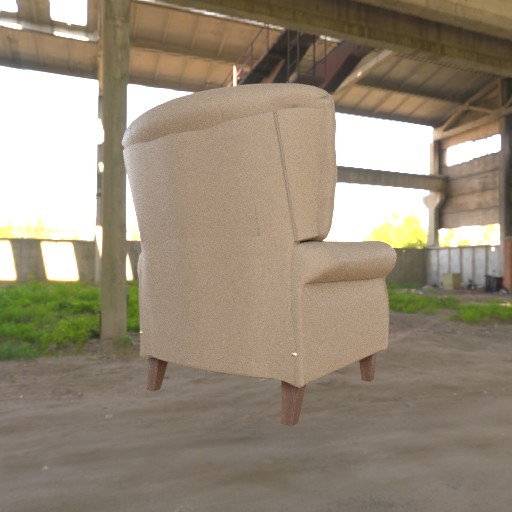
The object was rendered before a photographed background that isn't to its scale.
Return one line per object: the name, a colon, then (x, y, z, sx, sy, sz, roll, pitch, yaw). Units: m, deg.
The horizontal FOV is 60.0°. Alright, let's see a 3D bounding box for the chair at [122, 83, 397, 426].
chair: (0.000, 0.000, 1.922, 0.999, 1.138, 1.041, -1, -1, 36)
